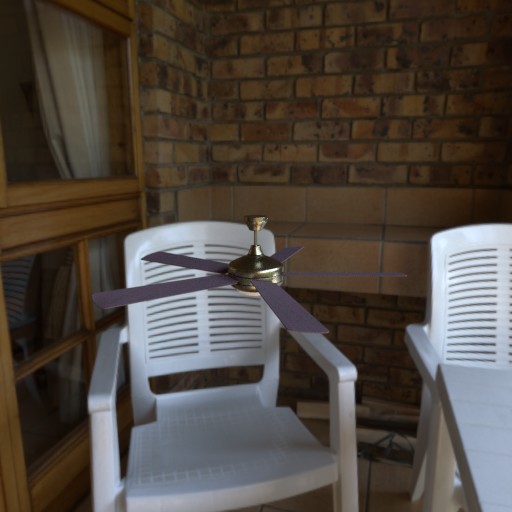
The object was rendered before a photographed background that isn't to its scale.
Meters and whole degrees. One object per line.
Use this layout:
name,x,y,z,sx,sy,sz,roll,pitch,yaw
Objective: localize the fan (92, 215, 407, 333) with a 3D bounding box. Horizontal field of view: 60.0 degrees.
fan,0.000,0.000,1.975,1.321,0.356,1.321,2,13,10
